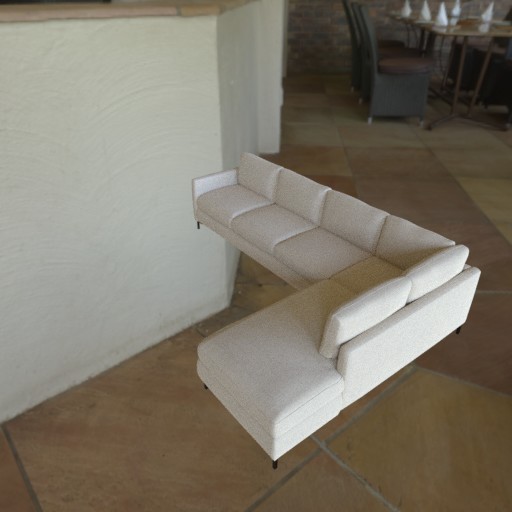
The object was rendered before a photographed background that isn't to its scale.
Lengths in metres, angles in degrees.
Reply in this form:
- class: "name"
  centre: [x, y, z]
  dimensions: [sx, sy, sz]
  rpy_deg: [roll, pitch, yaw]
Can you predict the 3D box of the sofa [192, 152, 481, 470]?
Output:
- class: "sofa"
  centre: [0.000, 0.000, 3.836]
  dimensions: [2.007, 0.815, 2.949]
  rpy_deg: [-22, 37, -31]
